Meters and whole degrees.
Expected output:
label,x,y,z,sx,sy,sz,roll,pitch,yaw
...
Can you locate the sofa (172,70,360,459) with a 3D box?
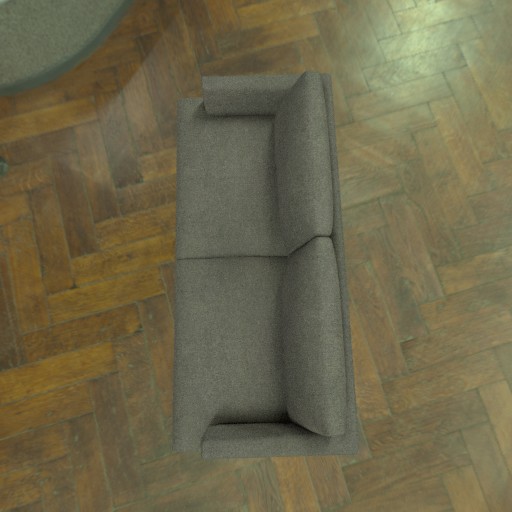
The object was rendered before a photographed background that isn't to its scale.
label,x,y,z,sx,sy,sz,roll,pitch,yaw
sofa,0.000,0.000,2.739,1.020,0.868,2.250,-2,77,0
